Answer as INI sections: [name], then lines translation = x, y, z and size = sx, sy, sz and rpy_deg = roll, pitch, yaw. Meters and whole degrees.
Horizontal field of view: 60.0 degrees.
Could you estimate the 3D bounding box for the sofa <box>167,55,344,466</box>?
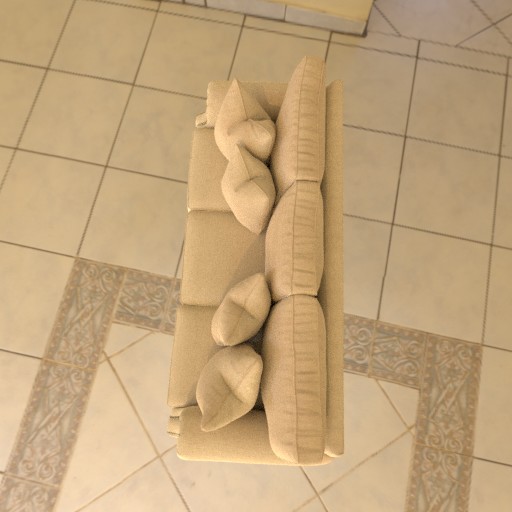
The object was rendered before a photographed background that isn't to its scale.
[sofa]
translation = 0.000, 0.000, 2.715
size = 0.965, 0.975, 2.312
rpy_deg = 3, 75, 1
